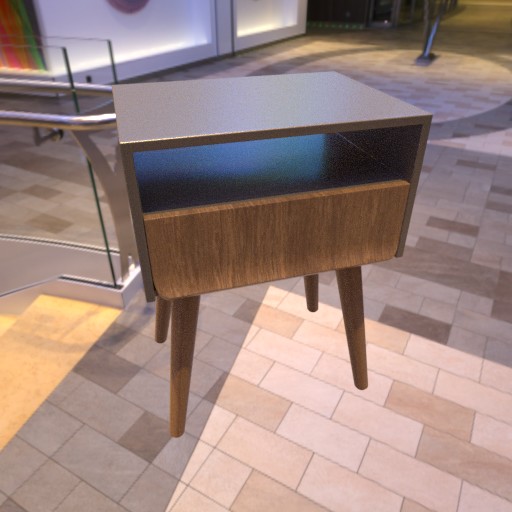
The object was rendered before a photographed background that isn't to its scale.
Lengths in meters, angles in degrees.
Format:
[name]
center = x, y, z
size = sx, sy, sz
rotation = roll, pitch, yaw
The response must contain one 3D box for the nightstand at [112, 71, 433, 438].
[nightstand]
center = 0.000, 0.000, 0.738
size = 0.370, 0.508, 0.288
rotation = -9, 34, -14
